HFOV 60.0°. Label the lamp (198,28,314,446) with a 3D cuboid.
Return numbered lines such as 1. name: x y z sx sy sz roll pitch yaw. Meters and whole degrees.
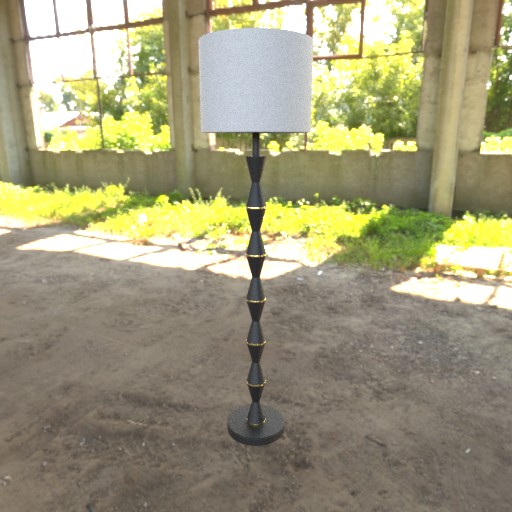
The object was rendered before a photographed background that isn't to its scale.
1. lamp: 0.000 0.000 1.667 0.381 1.480 0.381 -2 15 -8
